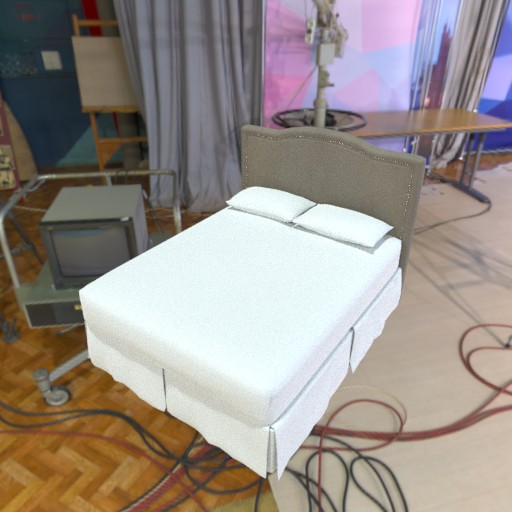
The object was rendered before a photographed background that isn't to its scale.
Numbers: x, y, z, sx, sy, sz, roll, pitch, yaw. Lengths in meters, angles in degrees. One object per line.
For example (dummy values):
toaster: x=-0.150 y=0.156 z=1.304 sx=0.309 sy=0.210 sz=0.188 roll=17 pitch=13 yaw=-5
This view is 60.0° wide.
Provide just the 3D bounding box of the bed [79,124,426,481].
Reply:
bed: x=0.000 y=0.000 z=3.300 sx=1.744 sy=1.441 sz=2.128 roll=20 pitch=36 yaw=30
